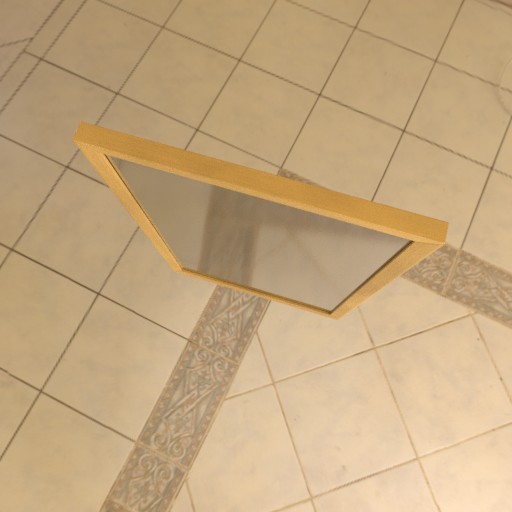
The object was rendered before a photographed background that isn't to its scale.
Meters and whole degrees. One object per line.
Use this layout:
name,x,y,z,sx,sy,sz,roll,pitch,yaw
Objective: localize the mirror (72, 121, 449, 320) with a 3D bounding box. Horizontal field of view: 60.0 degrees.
mirror,0.000,0.000,1.139,0.609,0.915,0.040,16,75,4
